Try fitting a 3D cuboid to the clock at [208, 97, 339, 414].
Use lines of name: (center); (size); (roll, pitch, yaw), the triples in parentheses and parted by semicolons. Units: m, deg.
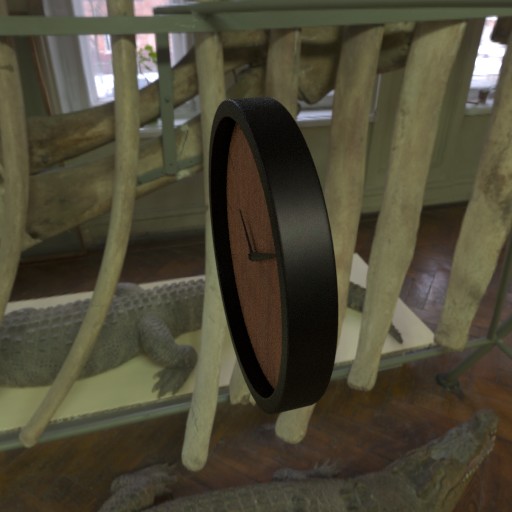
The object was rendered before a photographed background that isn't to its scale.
clock: (0.000, 0.000, 0.466); (0.040, 0.314, 0.314); (-8, 31, -14)
